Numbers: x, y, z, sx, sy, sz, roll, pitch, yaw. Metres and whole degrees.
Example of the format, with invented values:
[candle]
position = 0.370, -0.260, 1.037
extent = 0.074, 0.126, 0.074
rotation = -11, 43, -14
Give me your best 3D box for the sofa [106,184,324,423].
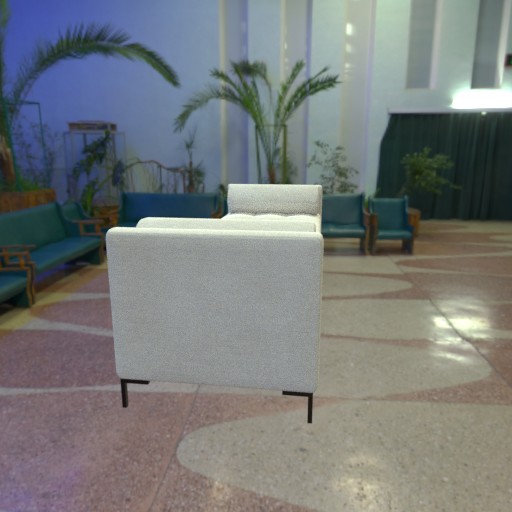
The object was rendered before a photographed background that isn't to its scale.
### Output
[sofa]
position = 0.000, 0.000, 2.363
extent = 0.686, 0.635, 1.981
rotation = 2, 14, 8
